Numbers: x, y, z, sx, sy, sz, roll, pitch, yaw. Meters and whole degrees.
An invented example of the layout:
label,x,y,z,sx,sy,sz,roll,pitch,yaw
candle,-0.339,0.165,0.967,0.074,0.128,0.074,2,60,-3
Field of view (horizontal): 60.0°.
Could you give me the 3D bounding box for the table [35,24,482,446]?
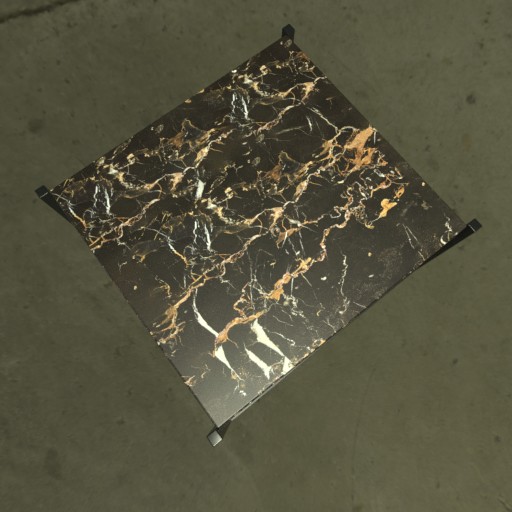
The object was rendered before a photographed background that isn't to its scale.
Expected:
label,x,y,z,sx,sy,sz,roll,pitch,yaw
table,0.000,0.000,0.884,0.469,0.534,0.432,-37,78,-9
